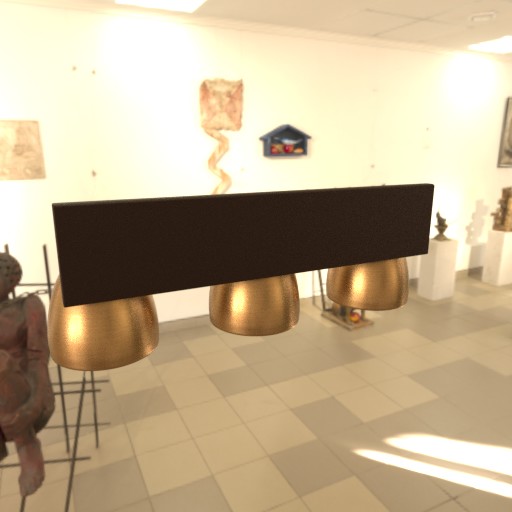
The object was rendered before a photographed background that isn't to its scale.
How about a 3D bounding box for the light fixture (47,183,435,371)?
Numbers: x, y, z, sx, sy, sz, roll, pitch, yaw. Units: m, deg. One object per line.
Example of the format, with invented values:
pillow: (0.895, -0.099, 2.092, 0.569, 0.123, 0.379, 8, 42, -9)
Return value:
light fixture: (0.000, 0.000, 0.662, 0.582, 0.204, 0.157, -7, 16, -26)
